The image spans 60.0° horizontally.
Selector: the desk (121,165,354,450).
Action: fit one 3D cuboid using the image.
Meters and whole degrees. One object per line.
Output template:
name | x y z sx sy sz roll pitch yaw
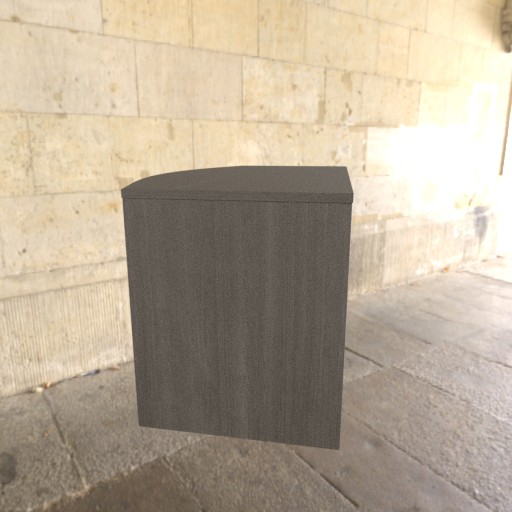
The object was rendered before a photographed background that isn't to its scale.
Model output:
desk | 0.000 0.000 2.045 0.802 0.750 1.600 3 14 10
